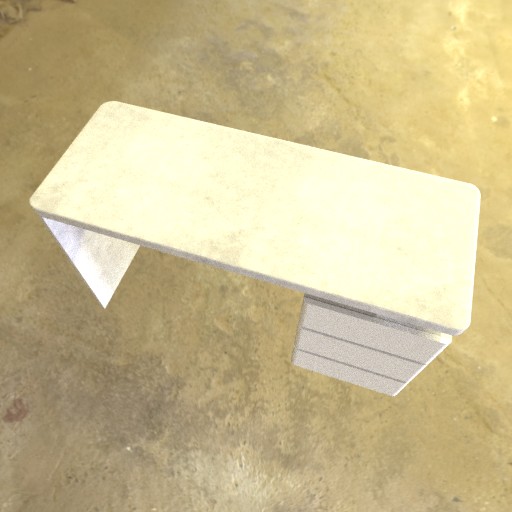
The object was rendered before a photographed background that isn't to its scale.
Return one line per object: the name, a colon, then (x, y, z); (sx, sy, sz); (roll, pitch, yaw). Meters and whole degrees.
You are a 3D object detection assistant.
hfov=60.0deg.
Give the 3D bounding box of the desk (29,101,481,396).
desk: (0.000, 0.000, 1.772); (1.400, 0.755, 0.550); (16, 60, 9)
